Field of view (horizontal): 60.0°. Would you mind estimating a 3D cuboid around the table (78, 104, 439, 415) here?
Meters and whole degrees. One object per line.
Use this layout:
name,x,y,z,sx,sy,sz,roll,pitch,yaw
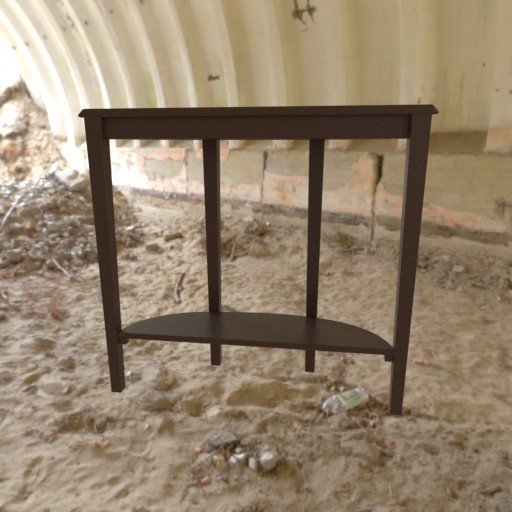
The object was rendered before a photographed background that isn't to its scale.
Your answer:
table,0.000,0.000,1.331,0.909,0.831,0.274,2,14,8
